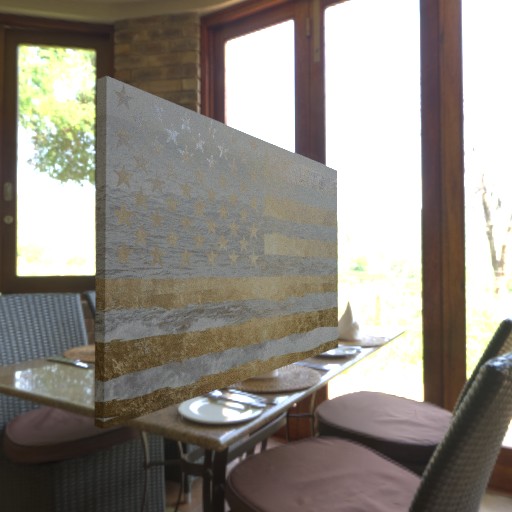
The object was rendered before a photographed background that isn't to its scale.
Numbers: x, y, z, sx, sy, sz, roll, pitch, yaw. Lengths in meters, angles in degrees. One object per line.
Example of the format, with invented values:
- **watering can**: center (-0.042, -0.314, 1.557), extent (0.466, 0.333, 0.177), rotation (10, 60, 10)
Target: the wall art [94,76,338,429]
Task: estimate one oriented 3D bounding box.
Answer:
- **wall art**: center (0.000, 0.000, 1.150), extent (0.027, 0.610, 0.932), rotation (-1, -2, 36)
